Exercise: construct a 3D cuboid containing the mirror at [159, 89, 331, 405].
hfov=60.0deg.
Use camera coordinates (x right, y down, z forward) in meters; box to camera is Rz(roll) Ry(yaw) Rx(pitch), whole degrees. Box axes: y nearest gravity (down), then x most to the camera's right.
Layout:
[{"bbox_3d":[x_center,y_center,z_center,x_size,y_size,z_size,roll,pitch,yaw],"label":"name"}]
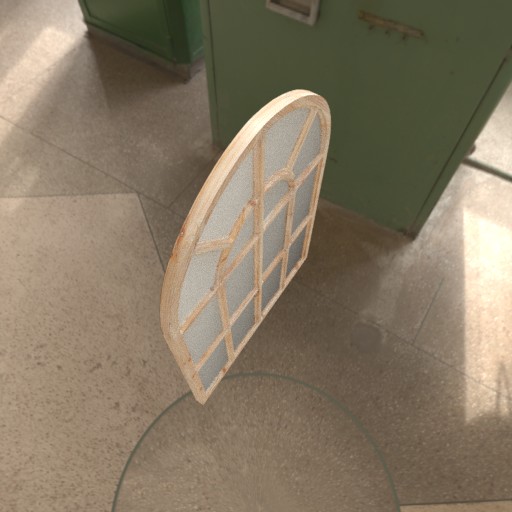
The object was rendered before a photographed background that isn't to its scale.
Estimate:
[{"bbox_3d":[0.000,0.000,1.170,0.032,0.920,0.660,30,64,16],"label":"mirror"}]
